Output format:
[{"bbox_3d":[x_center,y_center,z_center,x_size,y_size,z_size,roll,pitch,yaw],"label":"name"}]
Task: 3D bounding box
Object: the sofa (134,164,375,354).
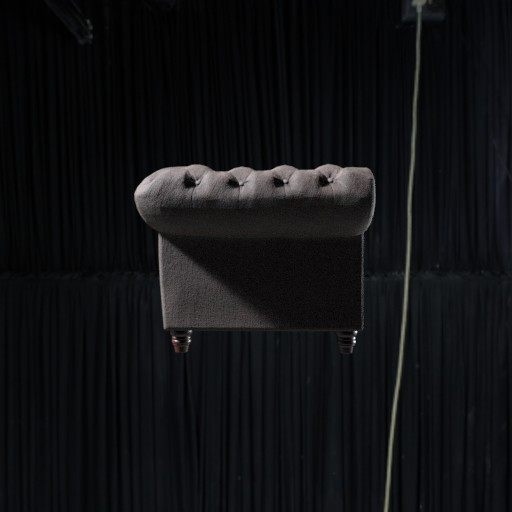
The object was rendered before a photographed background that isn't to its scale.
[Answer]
[{"bbox_3d":[0.000,0.000,2.820,0.944,0.787,2.385,0,1,1],"label":"sofa"}]
